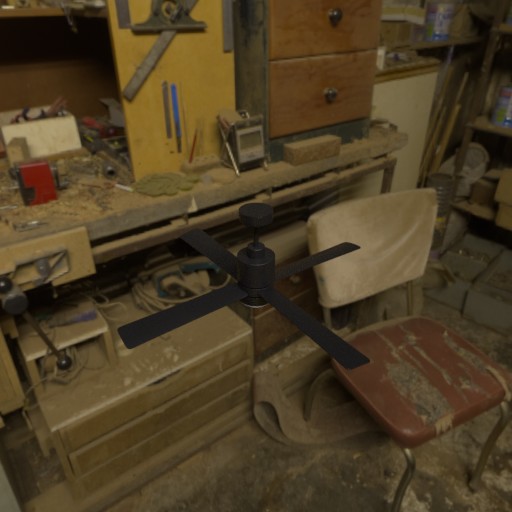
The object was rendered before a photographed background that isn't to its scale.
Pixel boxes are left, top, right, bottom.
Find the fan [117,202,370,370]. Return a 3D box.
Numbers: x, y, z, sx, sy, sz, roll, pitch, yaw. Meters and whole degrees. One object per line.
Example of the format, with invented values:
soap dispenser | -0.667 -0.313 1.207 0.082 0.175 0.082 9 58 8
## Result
fan | 0.000 0.000 2.328 1.525 0.534 1.525 -20 36 -30
